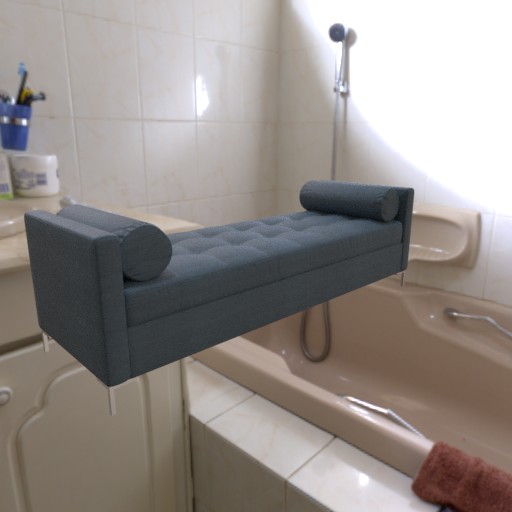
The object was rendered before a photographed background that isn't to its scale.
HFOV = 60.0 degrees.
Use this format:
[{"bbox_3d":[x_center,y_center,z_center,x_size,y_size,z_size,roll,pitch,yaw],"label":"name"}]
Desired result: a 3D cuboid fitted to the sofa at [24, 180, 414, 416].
[{"bbox_3d":[0.000,0.000,2.302,1.981,0.635,0.686,-14,20,-42],"label":"sofa"}]
